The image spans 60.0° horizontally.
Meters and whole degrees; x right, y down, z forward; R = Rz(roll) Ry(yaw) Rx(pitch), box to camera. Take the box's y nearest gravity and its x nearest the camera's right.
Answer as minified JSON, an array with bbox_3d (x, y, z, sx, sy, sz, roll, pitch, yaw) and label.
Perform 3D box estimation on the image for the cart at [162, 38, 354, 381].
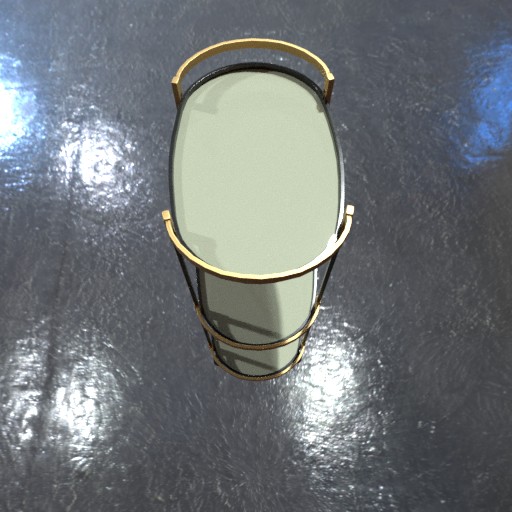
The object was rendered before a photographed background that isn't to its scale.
[{"bbox_3d":[0.000,0.000,1.148,0.311,0.885,0.515,-2,63,-1],"label":"cart"}]
